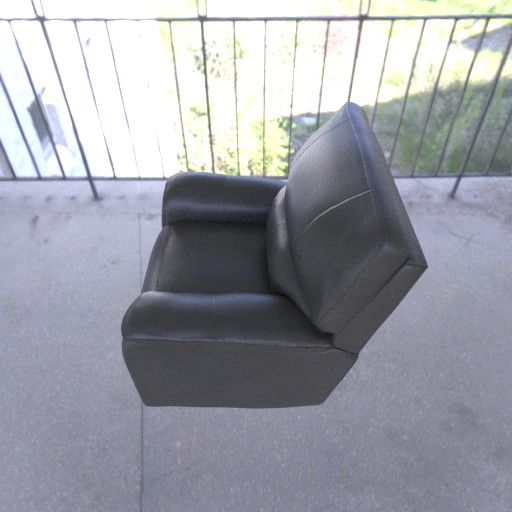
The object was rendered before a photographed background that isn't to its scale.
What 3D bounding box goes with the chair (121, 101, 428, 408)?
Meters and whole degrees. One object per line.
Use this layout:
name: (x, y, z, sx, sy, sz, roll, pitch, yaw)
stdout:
chair: (0.000, 0.000, 2.001, 1.087, 1.109, 1.096, 0, 42, 0)
